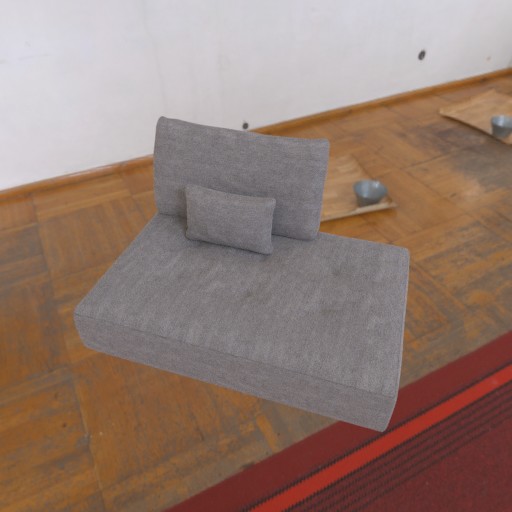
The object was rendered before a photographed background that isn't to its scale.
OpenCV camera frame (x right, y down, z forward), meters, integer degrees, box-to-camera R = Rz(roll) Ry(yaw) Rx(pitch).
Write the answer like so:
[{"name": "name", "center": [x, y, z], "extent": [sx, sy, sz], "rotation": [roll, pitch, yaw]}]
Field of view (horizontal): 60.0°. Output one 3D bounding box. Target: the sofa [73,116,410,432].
[{"name": "sofa", "center": [0.000, 0.000, 2.089], "extent": [1.450, 0.820, 1.002], "rotation": [12, 42, 13]}]
